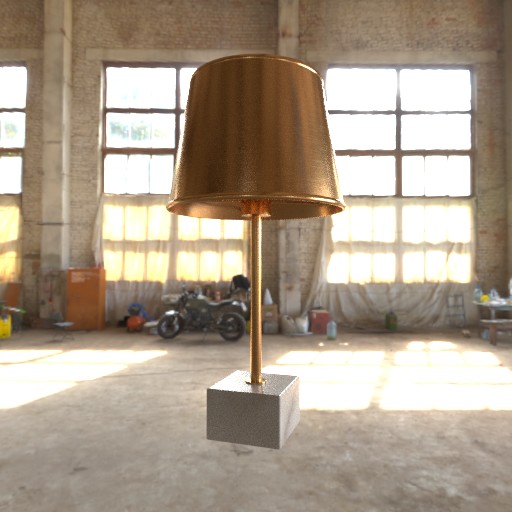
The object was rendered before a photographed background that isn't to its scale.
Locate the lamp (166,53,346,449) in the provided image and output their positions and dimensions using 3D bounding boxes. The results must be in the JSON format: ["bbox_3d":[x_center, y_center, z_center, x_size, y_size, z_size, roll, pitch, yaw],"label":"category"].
[{"bbox_3d":[0.000,0.000,0.521,0.208,0.406,0.208,0,-1,0],"label":"lamp"}]
